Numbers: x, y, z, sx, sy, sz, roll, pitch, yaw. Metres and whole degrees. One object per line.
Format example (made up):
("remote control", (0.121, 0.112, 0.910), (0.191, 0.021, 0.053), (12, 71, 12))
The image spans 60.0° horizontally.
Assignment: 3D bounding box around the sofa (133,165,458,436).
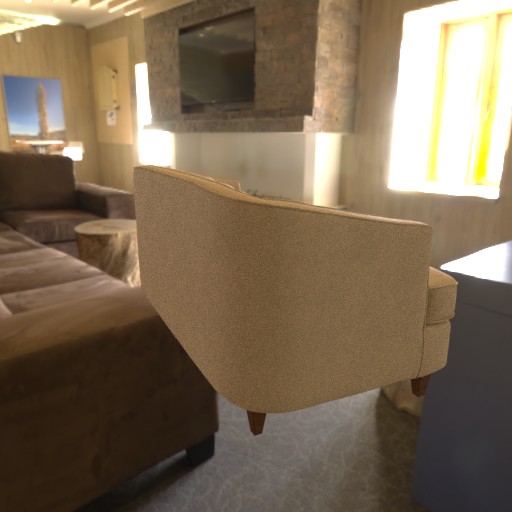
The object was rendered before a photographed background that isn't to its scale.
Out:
("sofa", (0.000, 0.000, 2.240), (0.940, 0.878, 1.731), (-8, 17, -25))
